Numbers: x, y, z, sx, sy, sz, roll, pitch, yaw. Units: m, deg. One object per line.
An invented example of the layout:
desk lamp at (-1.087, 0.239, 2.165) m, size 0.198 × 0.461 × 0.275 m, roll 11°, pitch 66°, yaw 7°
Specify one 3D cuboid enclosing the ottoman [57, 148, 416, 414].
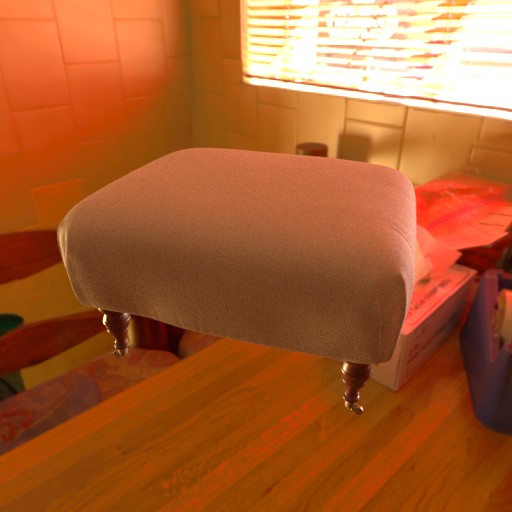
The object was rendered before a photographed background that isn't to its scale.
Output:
ottoman at (0.000, 0.000, 1.135) m, size 0.746 × 0.450 × 0.622 m, roll 9°, pitch 29°, yaw 16°
